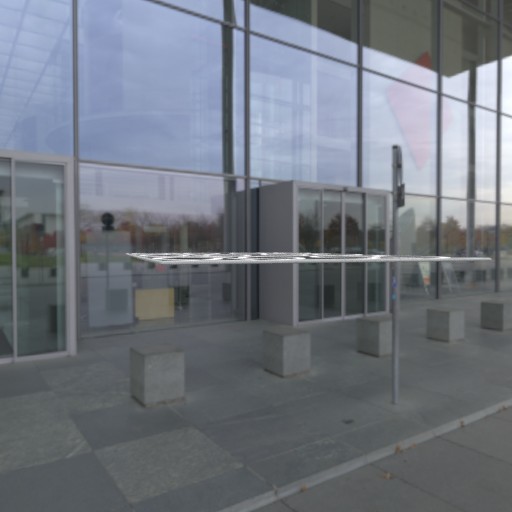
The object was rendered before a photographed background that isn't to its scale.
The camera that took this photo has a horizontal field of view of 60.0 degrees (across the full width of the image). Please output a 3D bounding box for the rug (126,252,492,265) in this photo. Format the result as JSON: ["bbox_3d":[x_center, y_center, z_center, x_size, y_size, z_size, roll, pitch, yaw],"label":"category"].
[{"bbox_3d":[0.000,0.000,2.885,1.526,0.014,2.290,0,1,-19],"label":"rug"}]
